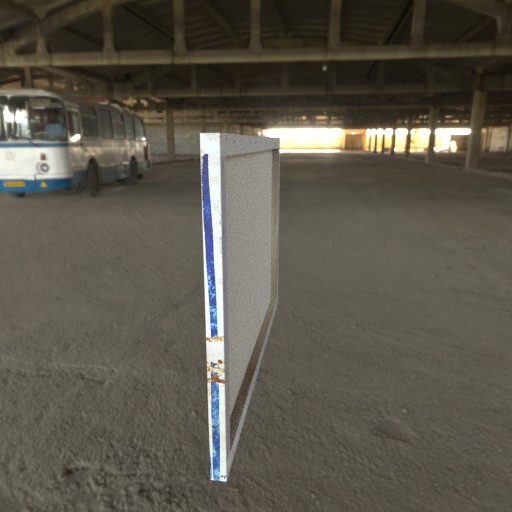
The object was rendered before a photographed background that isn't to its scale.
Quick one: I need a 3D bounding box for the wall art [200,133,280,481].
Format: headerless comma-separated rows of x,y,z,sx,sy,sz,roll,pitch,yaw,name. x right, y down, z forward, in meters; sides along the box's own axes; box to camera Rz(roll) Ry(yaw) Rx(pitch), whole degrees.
0.000,0.000,1.453,0.038,0.757,1.143,2,15,8,wall art
